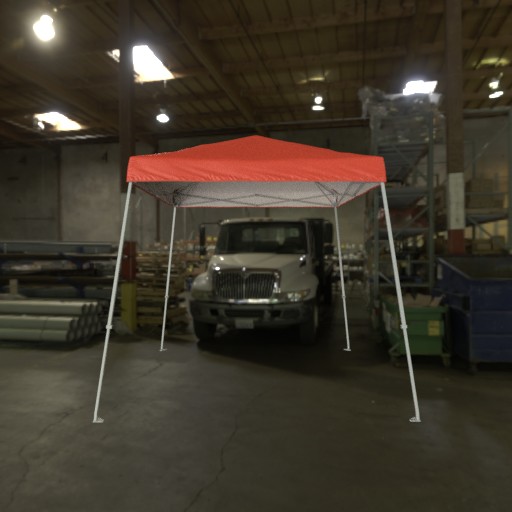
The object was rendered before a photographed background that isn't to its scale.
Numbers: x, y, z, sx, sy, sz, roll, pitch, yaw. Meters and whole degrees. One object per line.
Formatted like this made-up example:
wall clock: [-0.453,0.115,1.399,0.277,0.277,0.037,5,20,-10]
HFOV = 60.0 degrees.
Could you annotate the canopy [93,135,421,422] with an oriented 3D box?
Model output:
canopy: [0.000,0.000,5.256,2.849,2.850,2.850,0,1,0]
